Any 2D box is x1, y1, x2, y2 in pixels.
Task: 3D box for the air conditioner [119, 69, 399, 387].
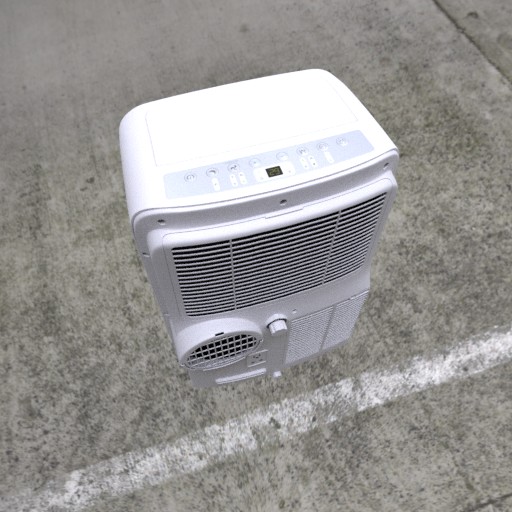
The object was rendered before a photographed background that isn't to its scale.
[{"bbox_3d":[0.000,0.000,0.951,0.454,0.700,0.365,-15,59,-9],"label":"air conditioner"}]
